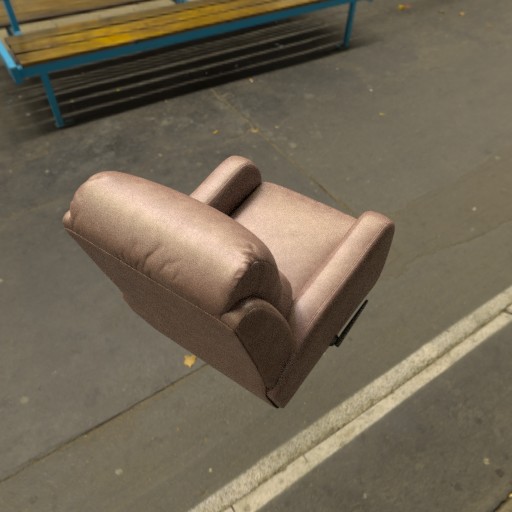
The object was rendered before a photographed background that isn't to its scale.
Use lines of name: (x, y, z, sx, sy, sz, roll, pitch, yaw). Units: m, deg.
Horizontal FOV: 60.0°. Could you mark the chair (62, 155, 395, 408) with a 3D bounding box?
chair: (0.000, 0.000, 1.782, 0.865, 1.067, 1.067, 27, 53, 23)
